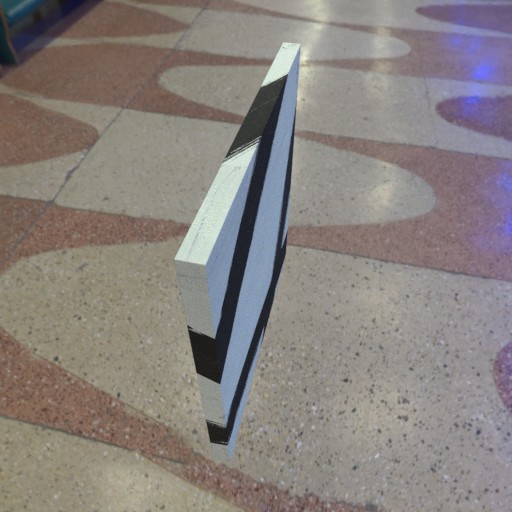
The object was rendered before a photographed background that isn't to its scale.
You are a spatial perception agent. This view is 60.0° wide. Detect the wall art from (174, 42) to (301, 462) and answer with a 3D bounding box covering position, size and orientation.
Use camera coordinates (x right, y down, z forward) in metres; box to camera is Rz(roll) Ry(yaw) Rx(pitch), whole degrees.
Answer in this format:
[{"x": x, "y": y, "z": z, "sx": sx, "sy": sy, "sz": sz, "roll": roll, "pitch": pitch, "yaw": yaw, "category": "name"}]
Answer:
[{"x": 0.000, "y": 0.000, "z": 1.132, "sx": 0.046, "sy": 0.765, "sz": 0.765, "roll": 10, "pitch": 48, "yaw": 9, "category": "wall art"}]
